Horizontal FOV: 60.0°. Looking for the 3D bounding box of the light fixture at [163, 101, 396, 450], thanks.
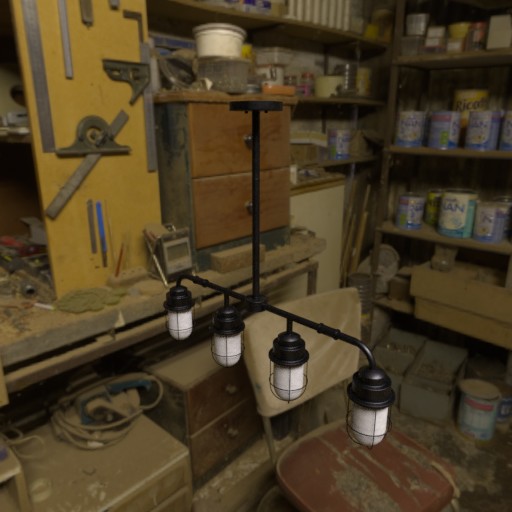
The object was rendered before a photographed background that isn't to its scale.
[{"bbox_3d":[0.000,0.000,1.195,0.852,0.785,0.131,16,23,43],"label":"light fixture"}]
